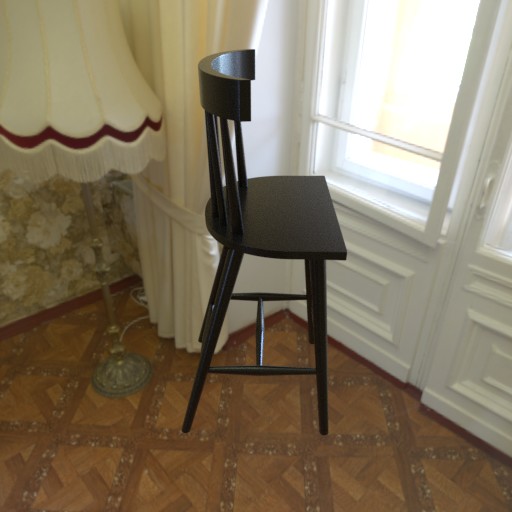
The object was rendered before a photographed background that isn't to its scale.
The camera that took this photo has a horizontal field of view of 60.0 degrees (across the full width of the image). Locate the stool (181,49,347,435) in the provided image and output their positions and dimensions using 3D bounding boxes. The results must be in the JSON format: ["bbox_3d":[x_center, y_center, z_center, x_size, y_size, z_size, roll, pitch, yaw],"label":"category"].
[{"bbox_3d":[0.000,0.000,1.346,0.483,1.092,0.482,1,32,1],"label":"stool"}]
